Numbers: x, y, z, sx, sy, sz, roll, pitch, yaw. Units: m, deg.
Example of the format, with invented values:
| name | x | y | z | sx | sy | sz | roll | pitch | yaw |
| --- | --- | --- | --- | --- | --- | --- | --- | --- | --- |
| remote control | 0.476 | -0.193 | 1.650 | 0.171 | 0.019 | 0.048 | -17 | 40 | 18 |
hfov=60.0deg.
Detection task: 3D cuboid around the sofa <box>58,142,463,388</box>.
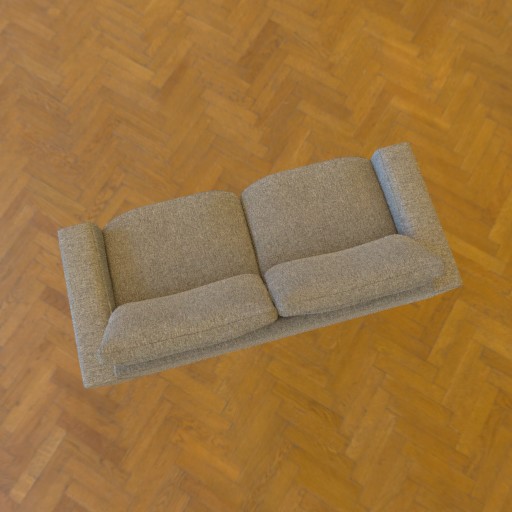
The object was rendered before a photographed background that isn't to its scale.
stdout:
| name | x | y | z | sx | sy | sz | roll | pitch | yaw |
| --- | --- | --- | --- | --- | --- | --- | --- | --- | --- |
| sofa | 0.000 | 0.000 | 2.791 | 2.299 | 0.922 | 1.040 | -15 | 77 | -4 |
